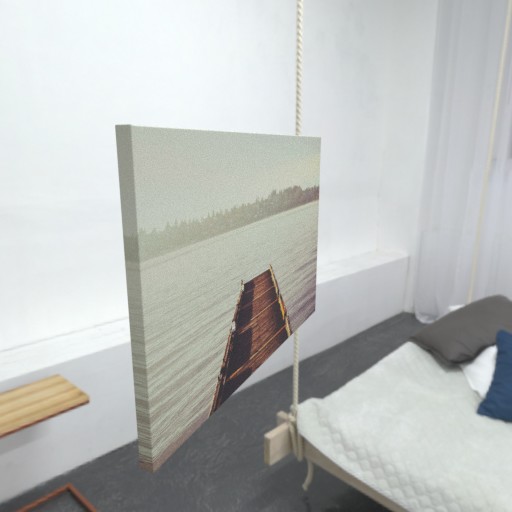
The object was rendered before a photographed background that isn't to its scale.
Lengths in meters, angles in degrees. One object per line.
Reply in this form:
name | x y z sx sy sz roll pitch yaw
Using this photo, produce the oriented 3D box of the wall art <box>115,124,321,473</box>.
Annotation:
wall art | 0.000 0.000 1.429 0.040 0.765 1.149 7 15 25
